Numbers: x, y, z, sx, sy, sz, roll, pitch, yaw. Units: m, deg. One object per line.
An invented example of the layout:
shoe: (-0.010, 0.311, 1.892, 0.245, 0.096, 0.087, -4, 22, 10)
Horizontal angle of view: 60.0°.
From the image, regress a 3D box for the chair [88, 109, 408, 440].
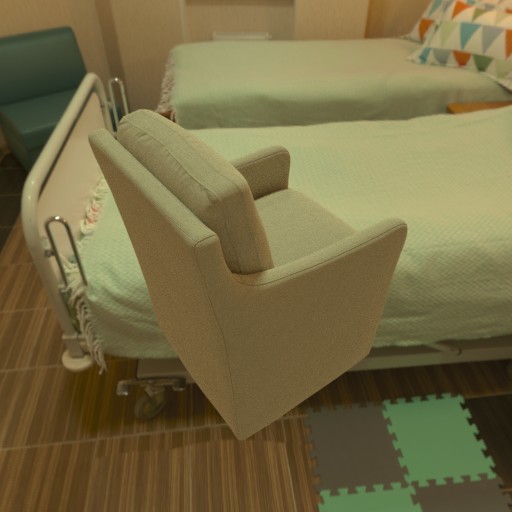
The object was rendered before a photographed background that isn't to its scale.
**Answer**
chair: (0.000, 0.000, 1.405, 0.694, 0.914, 0.626, -25, 47, -26)
